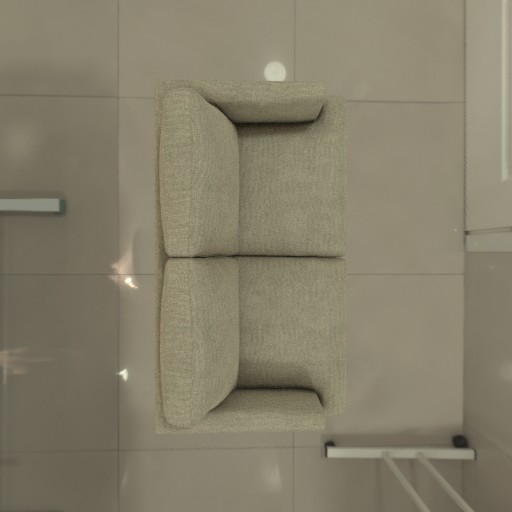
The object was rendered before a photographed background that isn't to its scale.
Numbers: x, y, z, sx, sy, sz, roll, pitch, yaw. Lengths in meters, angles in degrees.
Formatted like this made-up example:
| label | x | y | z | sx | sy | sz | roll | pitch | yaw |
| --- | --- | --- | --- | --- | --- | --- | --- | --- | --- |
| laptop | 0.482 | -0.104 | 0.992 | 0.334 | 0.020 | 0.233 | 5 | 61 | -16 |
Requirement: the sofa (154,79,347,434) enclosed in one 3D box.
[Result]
| label | x | y | z | sx | sy | sz | roll | pitch | yaw |
| --- | --- | --- | --- | --- | --- | --- | --- | --- | --- |
| sofa | 0.000 | 0.000 | 2.157 | 0.903 | 0.944 | 1.582 | 0 | 91 | -2 |
